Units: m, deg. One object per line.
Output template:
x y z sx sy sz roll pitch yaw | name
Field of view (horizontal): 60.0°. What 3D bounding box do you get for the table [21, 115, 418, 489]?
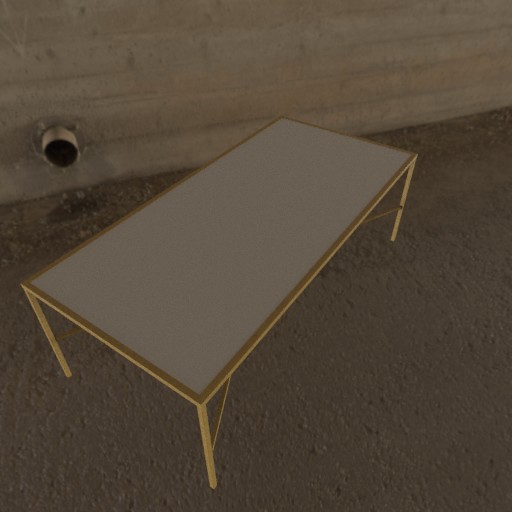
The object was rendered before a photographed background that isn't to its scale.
0.000 0.000 1.474 0.580 0.398 1.206 24 47 25 | table
